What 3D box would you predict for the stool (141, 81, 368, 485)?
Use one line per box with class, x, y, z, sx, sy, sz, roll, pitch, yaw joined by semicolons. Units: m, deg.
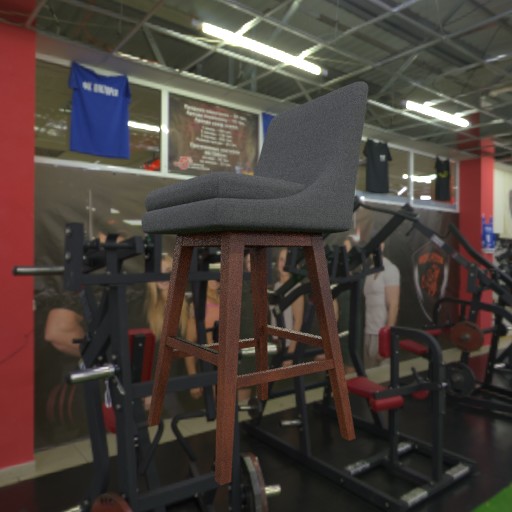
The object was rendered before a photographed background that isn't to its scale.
stool;0.000;0.000;1.256;0.524;0.977;0.447;0;0;-35
